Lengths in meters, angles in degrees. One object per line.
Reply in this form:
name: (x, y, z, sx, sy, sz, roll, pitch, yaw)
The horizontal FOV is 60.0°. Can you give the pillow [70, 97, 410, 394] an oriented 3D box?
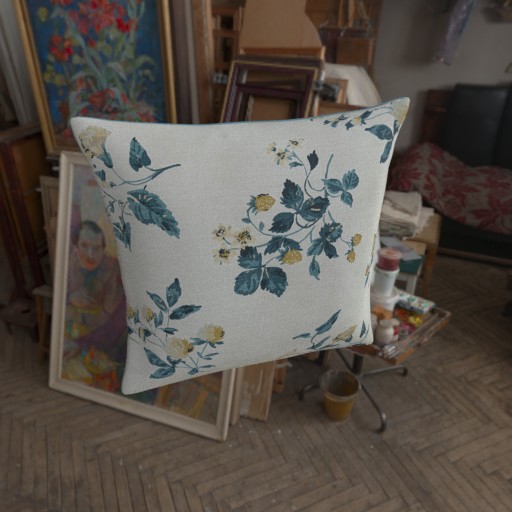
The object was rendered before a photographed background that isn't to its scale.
pillow: (0.000, 0.000, 0.779, 0.526, 0.507, 0.166, -8, 30, -14)
